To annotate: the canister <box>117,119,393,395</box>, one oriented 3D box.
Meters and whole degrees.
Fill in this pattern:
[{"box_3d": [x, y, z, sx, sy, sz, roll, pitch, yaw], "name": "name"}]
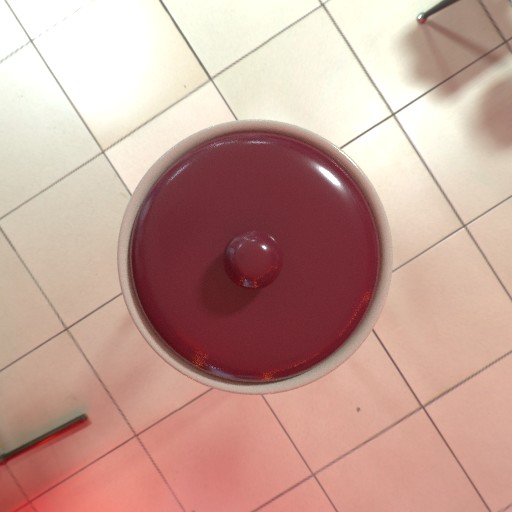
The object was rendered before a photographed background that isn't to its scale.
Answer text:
[{"box_3d": [0.000, 0.000, 0.350, 0.182, 0.208, 0.182, 0, 91, 1], "name": "canister"}]
